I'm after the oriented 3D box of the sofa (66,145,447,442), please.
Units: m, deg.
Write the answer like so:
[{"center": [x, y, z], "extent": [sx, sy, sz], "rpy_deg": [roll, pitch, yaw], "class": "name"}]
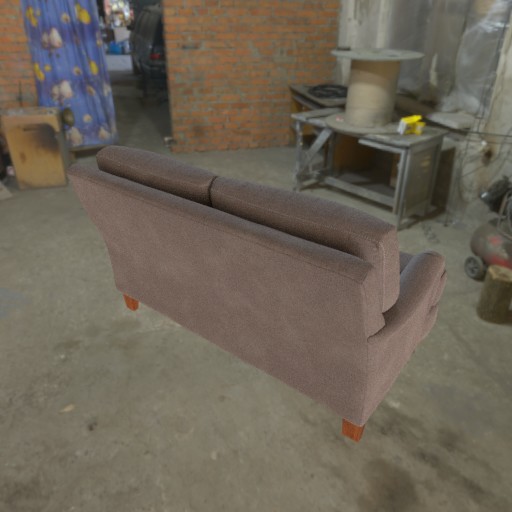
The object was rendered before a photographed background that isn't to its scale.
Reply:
[{"center": [0.000, 0.000, 2.485], "extent": [1.853, 1.101, 1.084], "rpy_deg": [21, 36, 33], "class": "sofa"}]
